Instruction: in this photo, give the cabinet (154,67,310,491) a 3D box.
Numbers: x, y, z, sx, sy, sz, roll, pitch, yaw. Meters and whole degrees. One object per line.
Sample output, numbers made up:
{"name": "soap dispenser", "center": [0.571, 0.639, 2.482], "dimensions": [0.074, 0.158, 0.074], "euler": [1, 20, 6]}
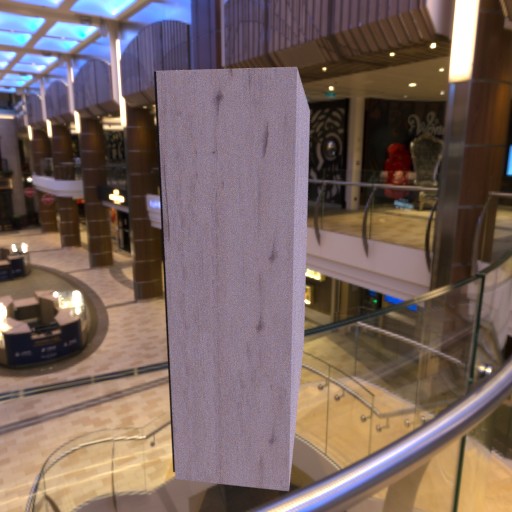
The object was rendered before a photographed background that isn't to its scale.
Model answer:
{"name": "cabinet", "center": [0.000, 0.000, 3.206], "dimensions": [0.660, 2.180, 2.000], "euler": [2, 13, 8]}
